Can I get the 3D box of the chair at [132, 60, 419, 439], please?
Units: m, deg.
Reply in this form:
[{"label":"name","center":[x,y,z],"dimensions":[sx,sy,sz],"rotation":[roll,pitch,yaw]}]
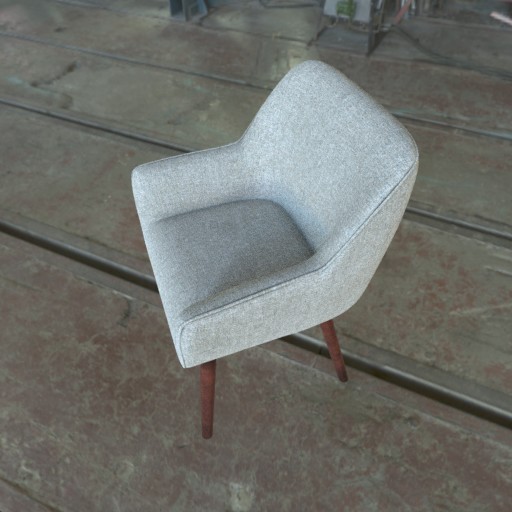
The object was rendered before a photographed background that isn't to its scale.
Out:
[{"label":"chair","center":[0.000,0.000,1.151],"dimensions":[0.519,0.803,0.543],"rotation":[-15,48,-14]}]
